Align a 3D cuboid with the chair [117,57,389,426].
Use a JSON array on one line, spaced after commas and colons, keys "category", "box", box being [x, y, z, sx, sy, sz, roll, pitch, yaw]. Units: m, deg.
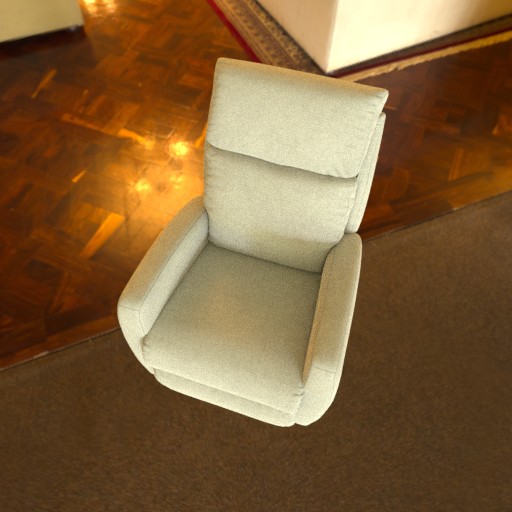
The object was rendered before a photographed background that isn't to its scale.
[{"category": "chair", "box": [0.000, 0.000, 1.660, 0.812, 1.015, 0.941, 16, 59, 10]}]
